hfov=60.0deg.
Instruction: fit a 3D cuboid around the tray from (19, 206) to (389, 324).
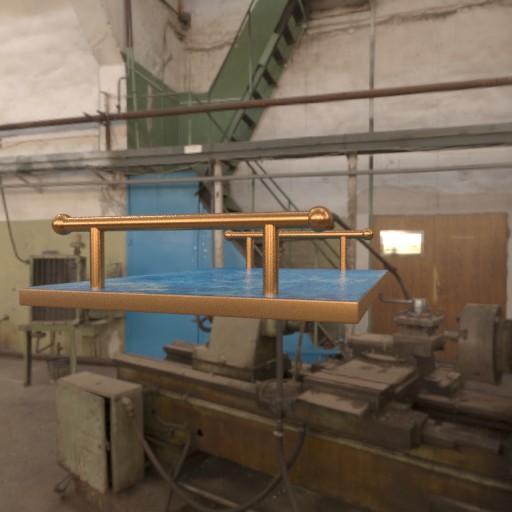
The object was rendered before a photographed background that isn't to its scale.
[{"bbox_3d":[0.000,0.000,0.563,0.304,0.084,0.444,0,1,19],"label":"tray"}]
